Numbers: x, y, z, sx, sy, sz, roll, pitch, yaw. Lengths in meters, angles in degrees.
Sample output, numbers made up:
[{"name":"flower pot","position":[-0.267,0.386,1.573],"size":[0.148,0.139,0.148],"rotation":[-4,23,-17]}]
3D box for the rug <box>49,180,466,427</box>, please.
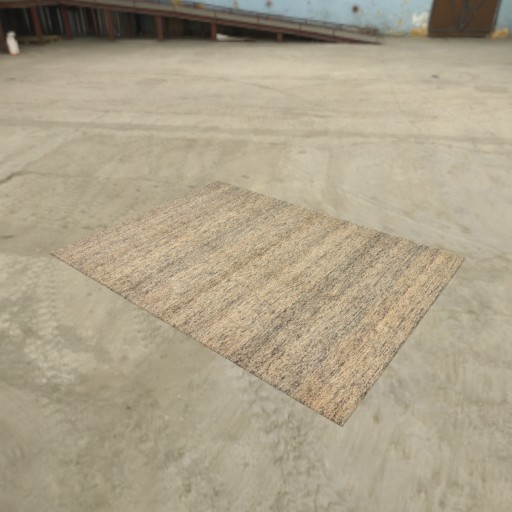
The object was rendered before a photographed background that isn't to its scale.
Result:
[{"name":"rug","position":[0.000,0.000,4.257],"size":[3.199,0.036,2.414],"rotation":[22,38,32]}]
